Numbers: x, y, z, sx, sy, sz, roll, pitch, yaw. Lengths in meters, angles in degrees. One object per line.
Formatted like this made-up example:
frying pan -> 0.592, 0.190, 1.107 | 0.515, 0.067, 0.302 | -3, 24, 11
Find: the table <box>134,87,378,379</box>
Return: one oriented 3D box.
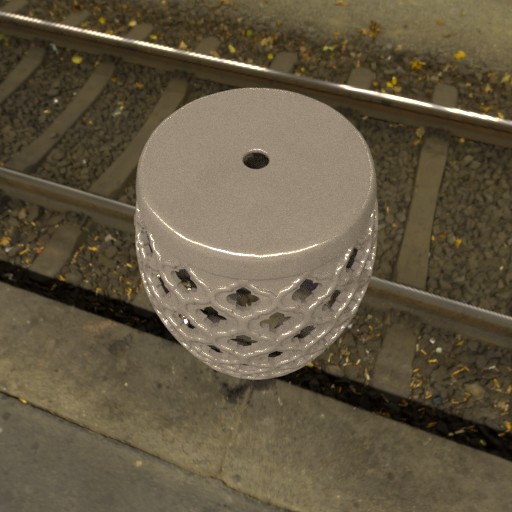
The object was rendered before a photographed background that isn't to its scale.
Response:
table -> 0.000, 0.000, 0.646 | 0.325, 0.388, 0.325 | 0, 57, 0
